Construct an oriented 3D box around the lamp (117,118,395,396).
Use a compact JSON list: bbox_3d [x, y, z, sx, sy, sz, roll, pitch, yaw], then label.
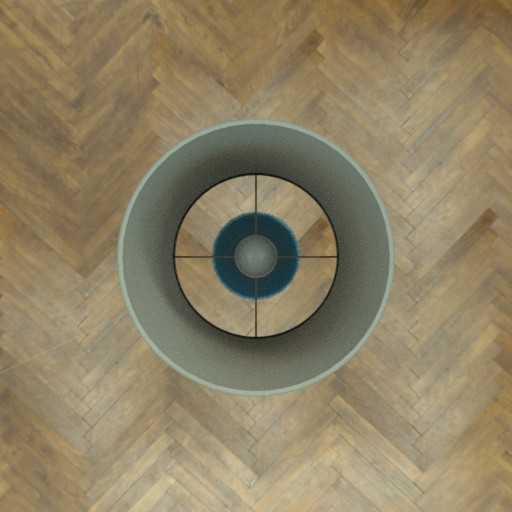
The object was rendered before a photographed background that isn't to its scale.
[{"bbox_3d":[0.000,0.000,0.741,0.278,0.597,0.278,0,90,0],"label":"lamp"}]
